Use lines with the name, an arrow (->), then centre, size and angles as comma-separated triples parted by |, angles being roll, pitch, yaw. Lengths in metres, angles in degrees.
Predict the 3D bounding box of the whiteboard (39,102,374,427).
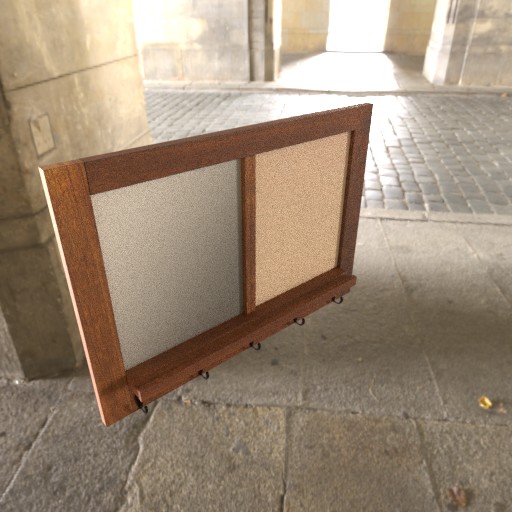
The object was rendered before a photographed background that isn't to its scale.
whiteboard -> 0.000, 0.000, 0.995 | 0.783, 0.559, 0.083 | -22, 37, -34
